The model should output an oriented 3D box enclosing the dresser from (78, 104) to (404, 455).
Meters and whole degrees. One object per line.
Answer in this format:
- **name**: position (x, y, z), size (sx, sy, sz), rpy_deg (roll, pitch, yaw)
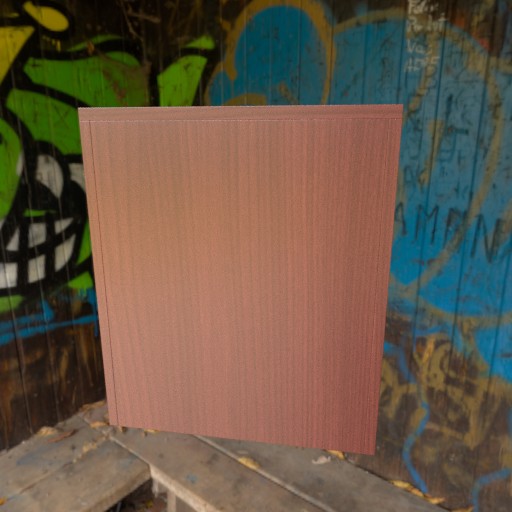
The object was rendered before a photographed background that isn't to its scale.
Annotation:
- **dresser**: position (0.000, 0.000, 0.766), size (0.400, 0.470, 0.360), rpy_deg (3, 15, 9)
